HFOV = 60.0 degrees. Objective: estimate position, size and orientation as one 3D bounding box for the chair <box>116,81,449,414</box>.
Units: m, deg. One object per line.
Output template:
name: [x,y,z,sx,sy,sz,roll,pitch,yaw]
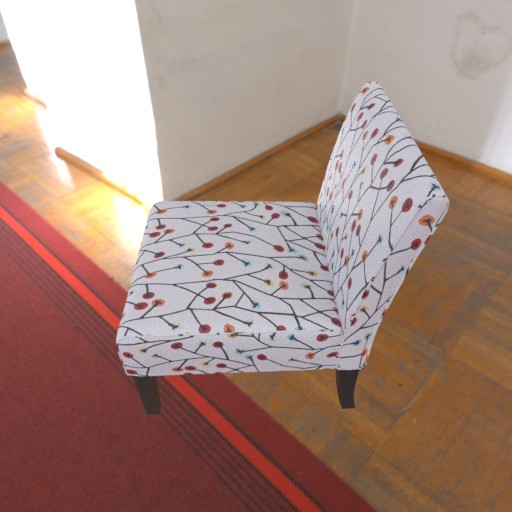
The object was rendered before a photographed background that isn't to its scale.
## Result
chair: [0.000,0.000,1.310,0.732,0.813,0.597,-1,42,-1]
